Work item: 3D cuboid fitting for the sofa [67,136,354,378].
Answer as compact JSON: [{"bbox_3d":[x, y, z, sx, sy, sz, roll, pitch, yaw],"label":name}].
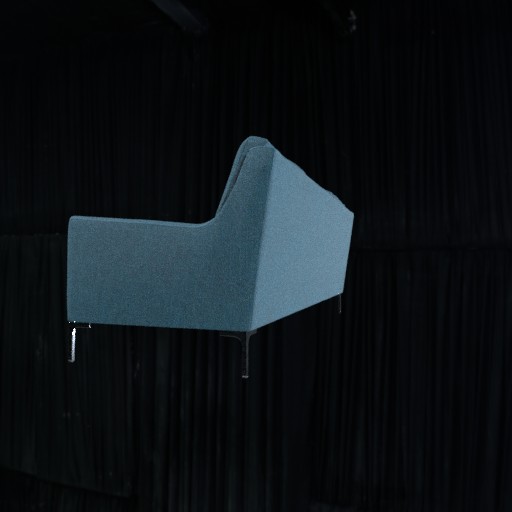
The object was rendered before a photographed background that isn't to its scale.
[{"bbox_3d":[0.000,0.000,2.522,0.849,0.837,2.060,0,-1,20],"label":"sofa"}]
